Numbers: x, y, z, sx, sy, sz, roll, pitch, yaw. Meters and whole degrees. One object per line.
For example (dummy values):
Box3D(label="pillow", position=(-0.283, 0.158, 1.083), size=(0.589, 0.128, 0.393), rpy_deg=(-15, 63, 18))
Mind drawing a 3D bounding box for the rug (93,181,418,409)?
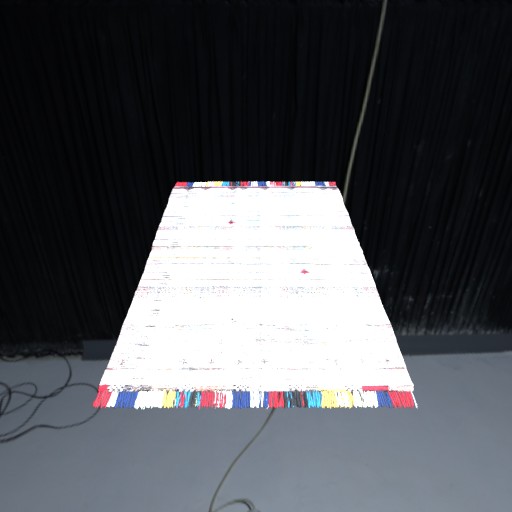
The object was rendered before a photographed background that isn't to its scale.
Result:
Box3D(label="rug", position=(0.000, 0.000, 2.977), size=(1.465, 0.012, 2.465), rpy_deg=(0, 33, 0))
